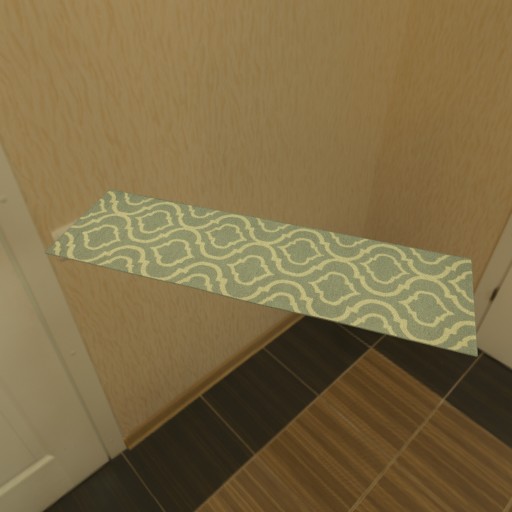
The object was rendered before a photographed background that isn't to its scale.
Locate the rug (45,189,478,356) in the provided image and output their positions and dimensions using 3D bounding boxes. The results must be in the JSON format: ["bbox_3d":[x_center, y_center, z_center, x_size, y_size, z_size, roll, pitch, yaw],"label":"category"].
[{"bbox_3d":[0.000,0.000,2.459,2.275,0.009,0.684,12,43,13],"label":"rug"}]
